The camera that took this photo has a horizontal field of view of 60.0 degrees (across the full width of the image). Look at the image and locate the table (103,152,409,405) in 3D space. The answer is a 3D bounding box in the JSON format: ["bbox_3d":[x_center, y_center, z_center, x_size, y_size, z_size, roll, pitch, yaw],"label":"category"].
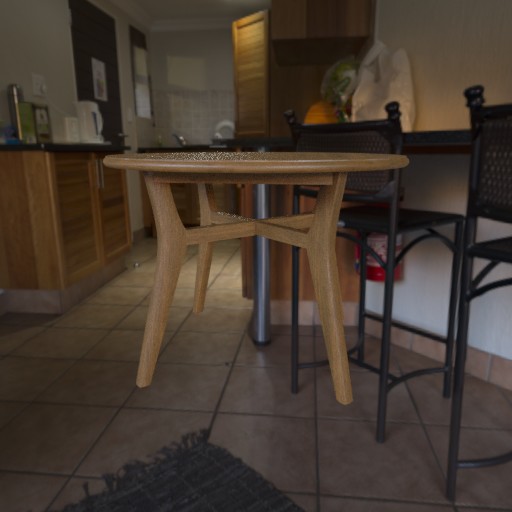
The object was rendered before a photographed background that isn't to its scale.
[{"bbox_3d":[0.000,0.000,1.701,1.055,0.757,1.055,0,14,0],"label":"table"}]
